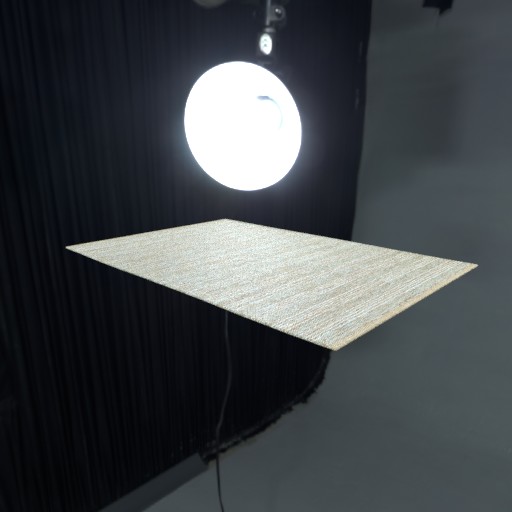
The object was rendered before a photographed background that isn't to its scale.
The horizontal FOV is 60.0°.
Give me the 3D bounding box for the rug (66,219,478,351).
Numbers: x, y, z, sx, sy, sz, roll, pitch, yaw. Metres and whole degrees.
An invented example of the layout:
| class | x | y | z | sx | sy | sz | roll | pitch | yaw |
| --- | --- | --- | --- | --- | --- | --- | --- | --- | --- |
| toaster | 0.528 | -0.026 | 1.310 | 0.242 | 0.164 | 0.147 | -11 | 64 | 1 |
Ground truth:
| class | x | y | z | sx | sy | sz | roll | pitch | yaw |
| --- | --- | --- | --- | --- | --- | --- | --- | --- | --- |
| rug | 0.000 | 0.000 | 2.344 | 1.824 | 0.010 | 1.240 | 14 | 20 | 42 |
